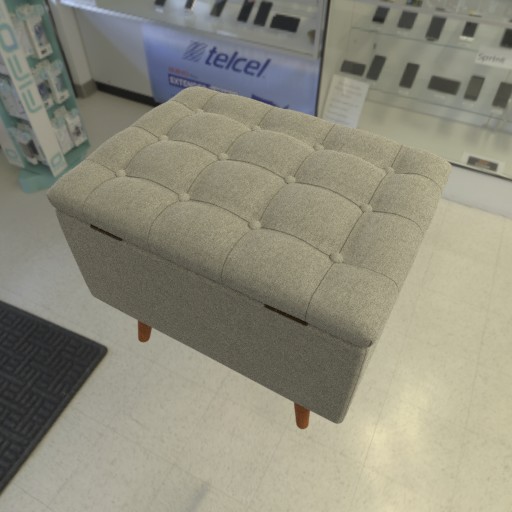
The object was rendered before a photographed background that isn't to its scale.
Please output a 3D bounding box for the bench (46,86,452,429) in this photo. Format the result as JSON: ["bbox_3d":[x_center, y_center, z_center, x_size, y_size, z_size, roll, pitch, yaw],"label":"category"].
[{"bbox_3d":[0.000,0.000,0.894,0.572,0.469,0.417,23,51,19],"label":"bench"}]
